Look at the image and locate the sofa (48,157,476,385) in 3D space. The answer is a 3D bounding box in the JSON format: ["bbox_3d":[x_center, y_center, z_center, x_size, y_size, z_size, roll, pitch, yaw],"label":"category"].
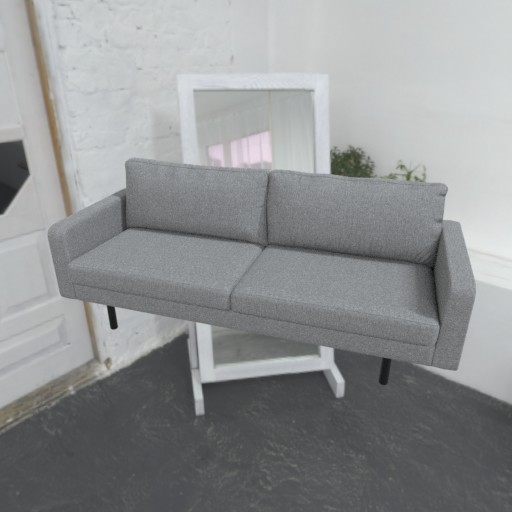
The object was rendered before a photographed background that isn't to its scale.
[{"bbox_3d":[0.000,0.000,2.569,2.200,0.880,0.880,8,27,16],"label":"sofa"}]
